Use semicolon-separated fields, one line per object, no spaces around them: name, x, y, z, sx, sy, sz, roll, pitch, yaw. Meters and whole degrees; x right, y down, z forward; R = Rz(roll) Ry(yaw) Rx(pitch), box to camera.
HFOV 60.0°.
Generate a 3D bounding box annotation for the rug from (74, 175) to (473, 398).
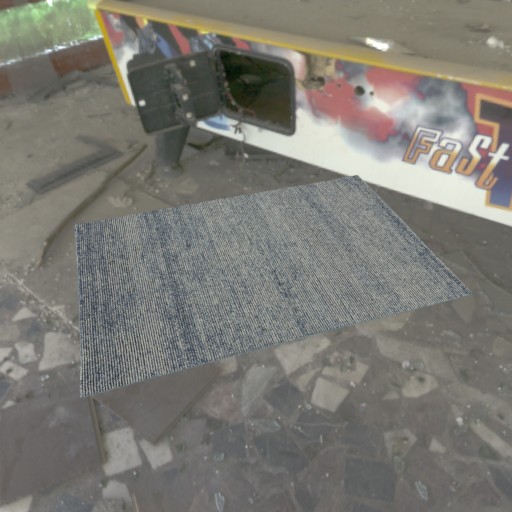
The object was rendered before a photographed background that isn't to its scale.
rug;0.000;0.000;2.279;1.777;0.021;1.145;-12;42;-13
